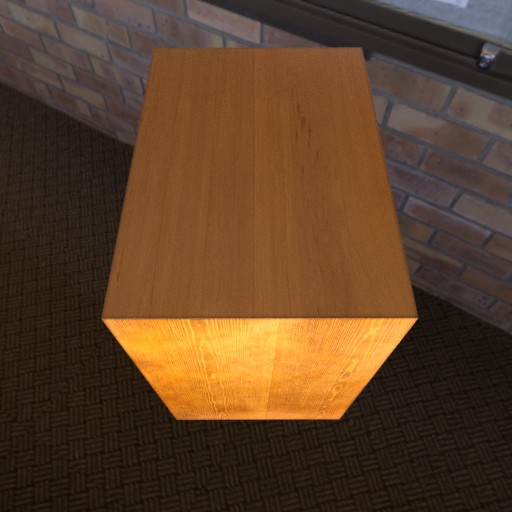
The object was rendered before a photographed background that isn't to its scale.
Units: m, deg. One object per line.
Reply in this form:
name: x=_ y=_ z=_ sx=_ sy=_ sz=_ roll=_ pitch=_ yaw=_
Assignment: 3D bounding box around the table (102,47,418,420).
table: x=0.000 y=0.000 z=0.948 sx=0.400 sy=0.605 sz=0.550 roll=0 pitch=59 yaw=0
